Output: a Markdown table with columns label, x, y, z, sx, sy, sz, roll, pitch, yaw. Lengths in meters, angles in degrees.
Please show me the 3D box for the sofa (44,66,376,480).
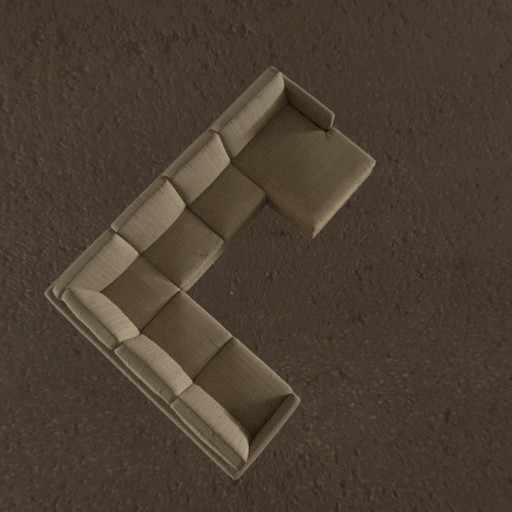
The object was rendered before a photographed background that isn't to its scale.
| label | x | y | z | sx | sy | sz | roll | pitch | yaw |
| --- | --- | --- | --- | --- | --- | --- | --- | --- | --- |
| sofa | 0.000 | 0.000 | 4.690 | 2.594 | 0.961 | 3.460 | 41 | 80 | 9 |
